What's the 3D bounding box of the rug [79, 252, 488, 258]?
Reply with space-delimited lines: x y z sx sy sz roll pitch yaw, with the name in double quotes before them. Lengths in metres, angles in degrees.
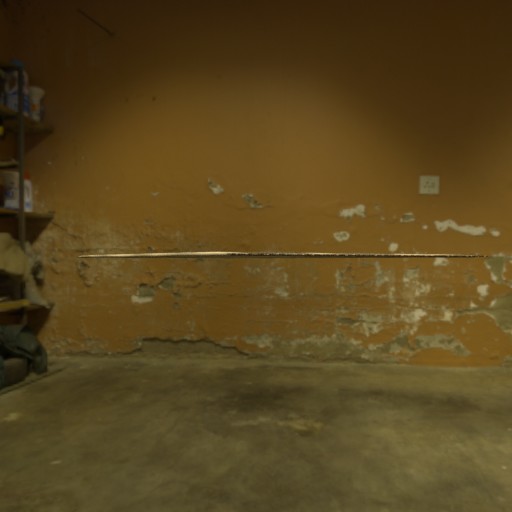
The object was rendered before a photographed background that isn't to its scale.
"rug" 0.000 0.000 4.078 2.426 0.034 3.061 0 -1 -36
